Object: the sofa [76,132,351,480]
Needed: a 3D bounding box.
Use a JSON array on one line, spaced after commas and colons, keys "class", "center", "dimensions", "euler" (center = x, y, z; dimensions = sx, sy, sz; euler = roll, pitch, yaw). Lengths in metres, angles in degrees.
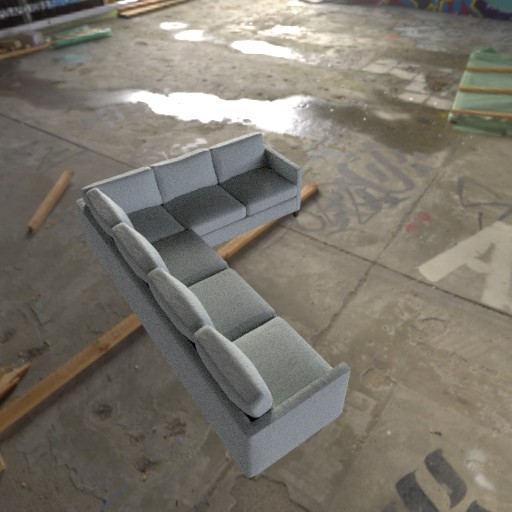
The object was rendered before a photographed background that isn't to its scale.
[{"class": "sofa", "center": [0.000, 0.000, 4.481], "dimensions": [2.522, 0.934, 3.333], "euler": [-25, 47, -26]}]
